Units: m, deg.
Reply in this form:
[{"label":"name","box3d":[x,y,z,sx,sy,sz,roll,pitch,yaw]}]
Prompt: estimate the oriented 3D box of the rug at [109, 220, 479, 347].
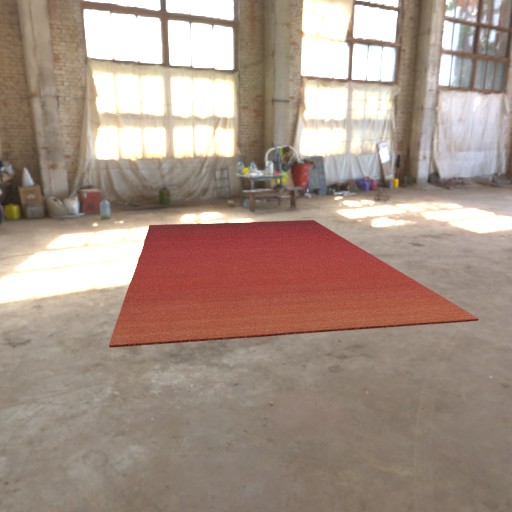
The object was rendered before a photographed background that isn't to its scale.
[{"label":"rug","box3d":[0.000,0.000,2.936,1.531,0.010,2.442,-2,15,-9]}]
